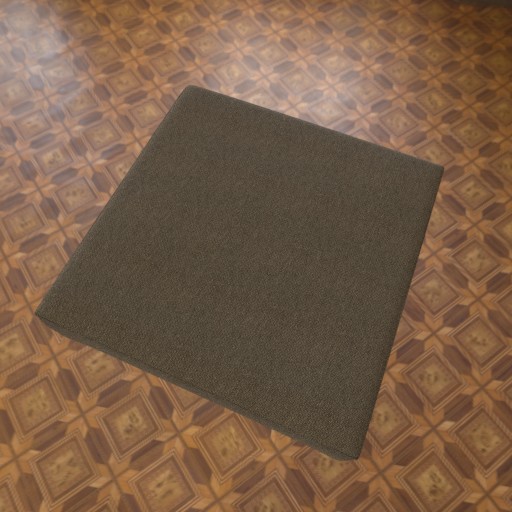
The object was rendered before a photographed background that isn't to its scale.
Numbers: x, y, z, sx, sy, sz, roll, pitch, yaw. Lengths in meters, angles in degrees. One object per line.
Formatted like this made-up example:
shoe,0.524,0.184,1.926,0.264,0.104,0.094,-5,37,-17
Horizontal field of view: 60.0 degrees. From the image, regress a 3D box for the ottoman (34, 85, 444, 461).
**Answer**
ottoman,0.000,0.000,1.497,0.970,0.378,0.981,21,66,10
